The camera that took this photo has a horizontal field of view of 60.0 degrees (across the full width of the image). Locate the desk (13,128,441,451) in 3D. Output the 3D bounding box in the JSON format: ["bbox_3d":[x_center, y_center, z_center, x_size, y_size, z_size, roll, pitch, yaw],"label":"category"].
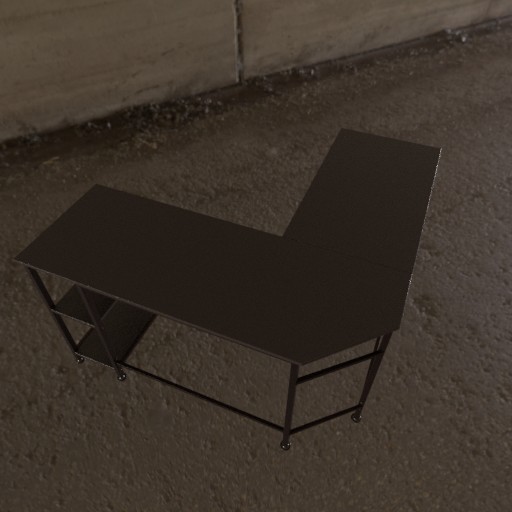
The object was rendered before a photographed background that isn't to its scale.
[{"bbox_3d":[0.000,0.000,2.168,1.379,0.739,1.379,17,49,15],"label":"desk"}]
